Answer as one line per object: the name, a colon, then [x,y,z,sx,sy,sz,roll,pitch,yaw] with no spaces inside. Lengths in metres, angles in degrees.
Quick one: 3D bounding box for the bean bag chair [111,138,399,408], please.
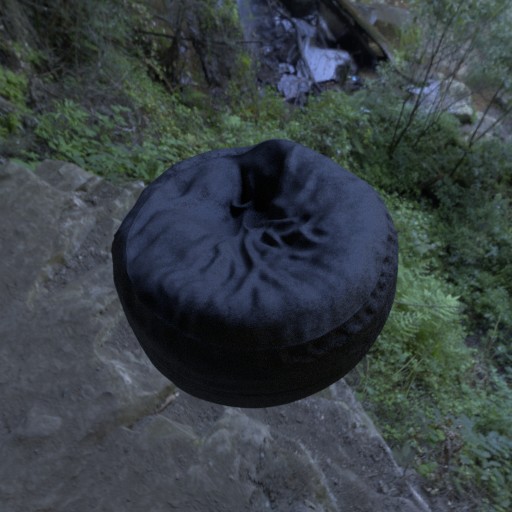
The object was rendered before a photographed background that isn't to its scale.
bean bag chair: [0.000,0.000,2.422,1.525,0.751,1.525,0,58,0]
